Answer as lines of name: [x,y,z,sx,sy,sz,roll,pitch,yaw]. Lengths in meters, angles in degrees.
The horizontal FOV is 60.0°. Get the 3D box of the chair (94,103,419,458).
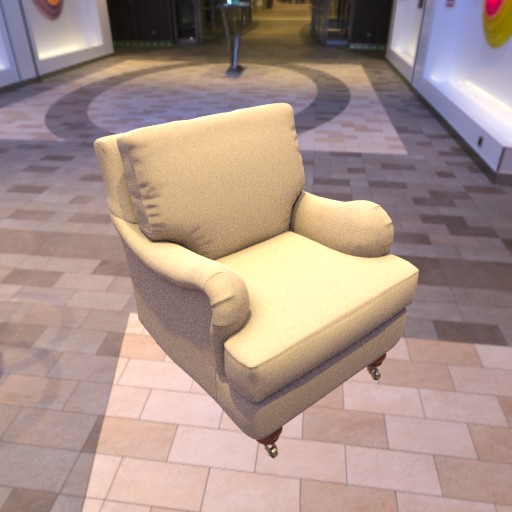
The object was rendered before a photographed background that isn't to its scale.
chair: [0.000,0.000,1.870,0.895,1.076,1.078,-23,38,-32]
